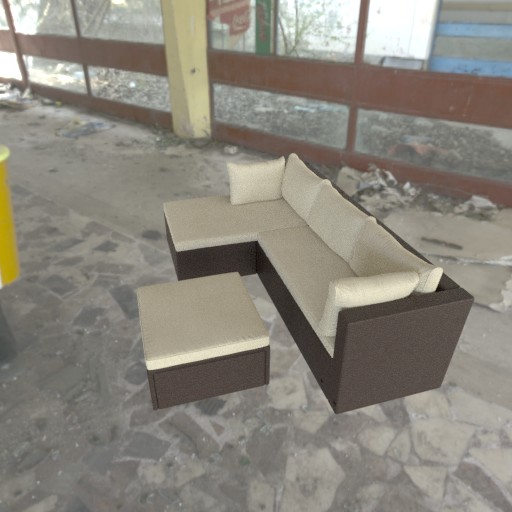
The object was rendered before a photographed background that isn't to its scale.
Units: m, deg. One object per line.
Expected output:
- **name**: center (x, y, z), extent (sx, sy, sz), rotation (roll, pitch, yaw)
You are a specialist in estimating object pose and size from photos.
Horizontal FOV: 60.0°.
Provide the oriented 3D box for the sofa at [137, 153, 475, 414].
- **sofa**: center (0.000, 0.000, 3.015), extent (1.612, 0.766, 2.192), rotation (-9, 32, -14)
